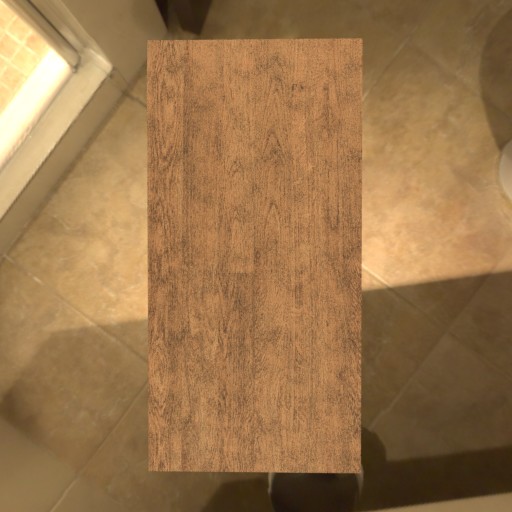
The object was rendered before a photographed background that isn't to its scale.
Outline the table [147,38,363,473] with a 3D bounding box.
[{"bbox_3d":[0.000,0.000,2.231,0.893,0.767,1.805,0,91,1],"label":"table"}]
